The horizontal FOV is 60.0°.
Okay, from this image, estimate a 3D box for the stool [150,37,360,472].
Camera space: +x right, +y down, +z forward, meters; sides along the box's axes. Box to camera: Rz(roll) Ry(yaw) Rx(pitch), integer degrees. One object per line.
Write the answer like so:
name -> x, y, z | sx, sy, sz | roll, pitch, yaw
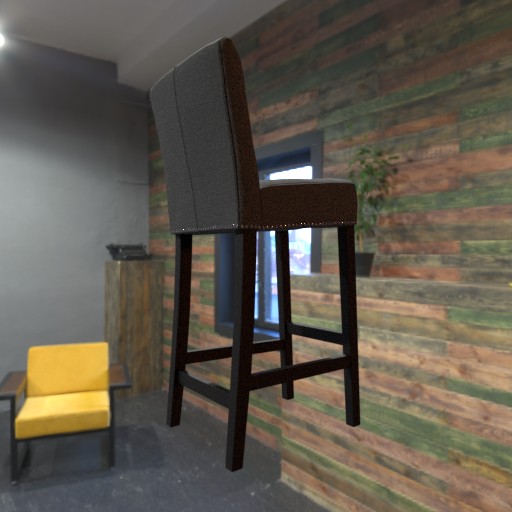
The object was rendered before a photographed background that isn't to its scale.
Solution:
stool -> 0.000, 0.000, 1.346 | 0.548, 1.047, 0.411 | 0, 0, -37
